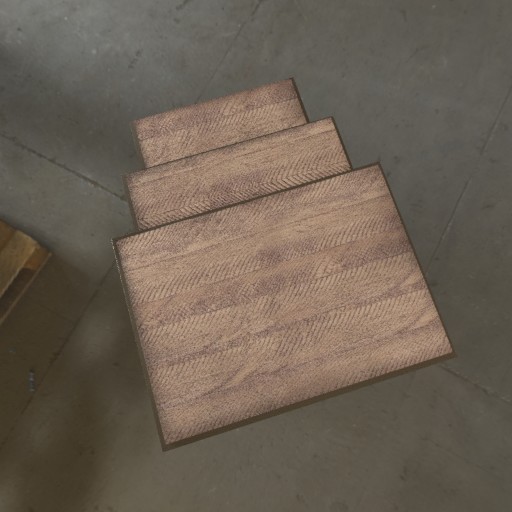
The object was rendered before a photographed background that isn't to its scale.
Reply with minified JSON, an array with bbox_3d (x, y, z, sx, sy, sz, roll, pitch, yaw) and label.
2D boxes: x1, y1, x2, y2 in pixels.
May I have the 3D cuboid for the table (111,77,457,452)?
[{"bbox_3d":[0.000,0.000,1.149,0.559,0.610,0.706,-17,78,-4],"label":"table"}]
